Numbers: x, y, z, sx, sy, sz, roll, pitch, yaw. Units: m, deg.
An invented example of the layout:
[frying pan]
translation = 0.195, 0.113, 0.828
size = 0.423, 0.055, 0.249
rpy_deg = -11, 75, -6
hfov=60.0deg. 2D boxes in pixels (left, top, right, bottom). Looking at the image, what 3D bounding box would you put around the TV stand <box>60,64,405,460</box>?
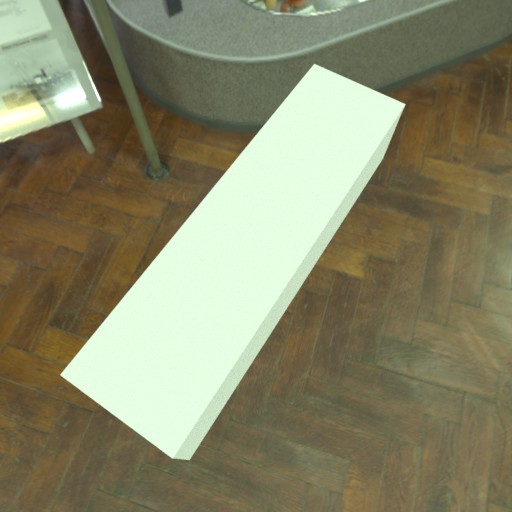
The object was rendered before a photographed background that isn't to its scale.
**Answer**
[TV stand]
translation = 0.000, 0.000, 1.663
size = 0.401, 0.560, 1.398
rpy_deg = 30, 68, 13
